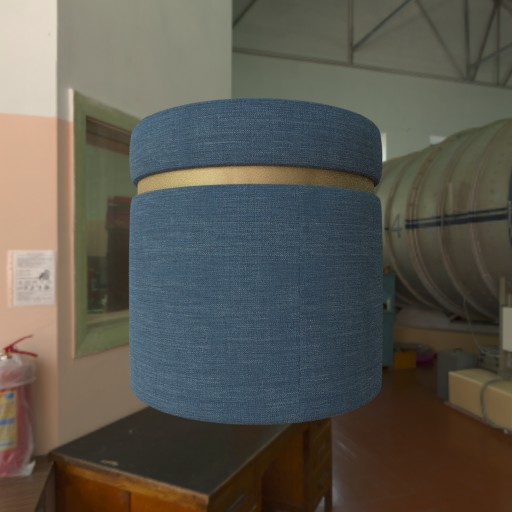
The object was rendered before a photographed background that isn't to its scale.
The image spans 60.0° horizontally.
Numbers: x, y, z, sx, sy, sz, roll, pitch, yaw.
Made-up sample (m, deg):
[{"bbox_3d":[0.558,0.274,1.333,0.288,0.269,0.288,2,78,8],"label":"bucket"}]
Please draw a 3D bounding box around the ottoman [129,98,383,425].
[{"bbox_3d":[0.000,0.000,0.723,0.398,0.406,0.398,0,0,0],"label":"ottoman"}]
